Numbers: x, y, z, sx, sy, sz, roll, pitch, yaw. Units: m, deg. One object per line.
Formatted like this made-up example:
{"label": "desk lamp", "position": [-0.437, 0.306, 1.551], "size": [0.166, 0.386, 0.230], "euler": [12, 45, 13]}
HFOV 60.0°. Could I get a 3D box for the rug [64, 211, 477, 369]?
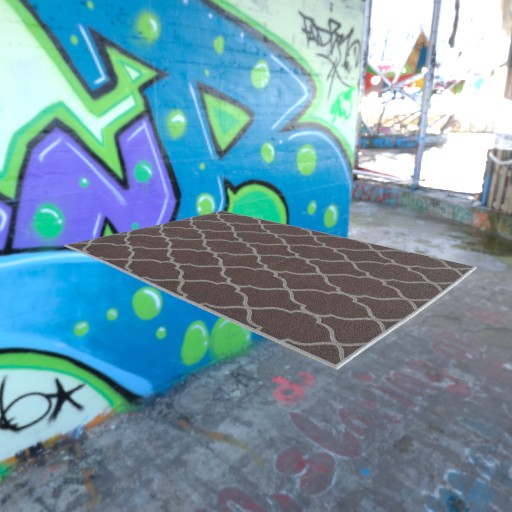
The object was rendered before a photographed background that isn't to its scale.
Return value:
{"label": "rug", "position": [0.000, 0.000, 2.916], "size": [2.294, 0.014, 1.528], "euler": [17, 25, 40]}
